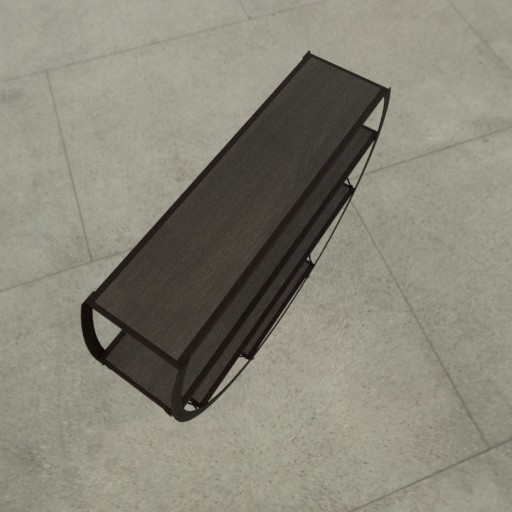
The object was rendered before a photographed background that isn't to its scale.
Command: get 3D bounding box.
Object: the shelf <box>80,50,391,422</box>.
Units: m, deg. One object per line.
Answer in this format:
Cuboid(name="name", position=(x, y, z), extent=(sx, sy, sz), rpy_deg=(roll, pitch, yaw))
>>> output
Cuboid(name="shelf", position=(0.000, 0.000, 1.873), extent=(0.344, 1.063, 1.403), rpy_deg=(31, 68, 14))
